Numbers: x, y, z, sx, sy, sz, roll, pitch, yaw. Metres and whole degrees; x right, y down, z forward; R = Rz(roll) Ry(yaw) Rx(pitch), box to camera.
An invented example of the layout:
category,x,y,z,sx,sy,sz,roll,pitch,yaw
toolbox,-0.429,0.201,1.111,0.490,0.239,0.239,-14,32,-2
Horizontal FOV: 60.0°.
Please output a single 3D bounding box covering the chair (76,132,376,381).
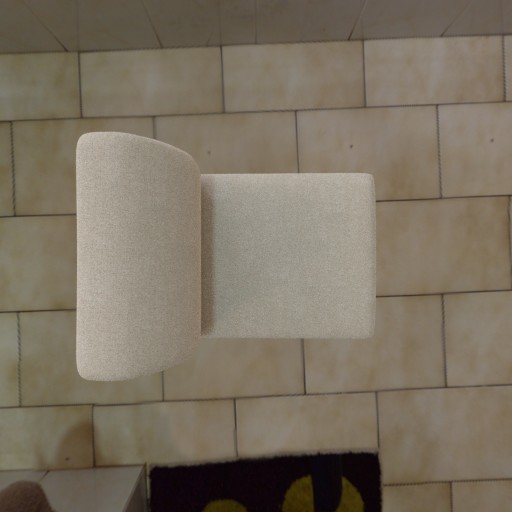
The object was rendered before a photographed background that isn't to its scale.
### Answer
category,x,y,z,sx,sy,sz,roll,pitch,yaw
chair,0.000,0.000,1.317,0.754,0.833,0.521,0,90,-1
